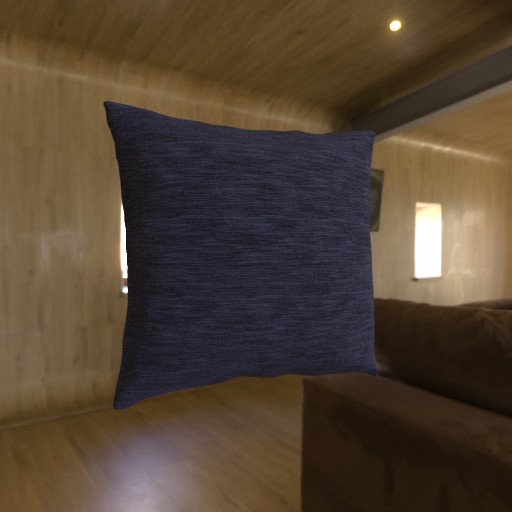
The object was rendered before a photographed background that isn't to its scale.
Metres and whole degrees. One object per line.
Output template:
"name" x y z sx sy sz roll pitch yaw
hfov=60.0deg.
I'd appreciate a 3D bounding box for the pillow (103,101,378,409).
"pillow" 0.000 0.000 0.695 0.452 0.439 0.204 0 1 -19
